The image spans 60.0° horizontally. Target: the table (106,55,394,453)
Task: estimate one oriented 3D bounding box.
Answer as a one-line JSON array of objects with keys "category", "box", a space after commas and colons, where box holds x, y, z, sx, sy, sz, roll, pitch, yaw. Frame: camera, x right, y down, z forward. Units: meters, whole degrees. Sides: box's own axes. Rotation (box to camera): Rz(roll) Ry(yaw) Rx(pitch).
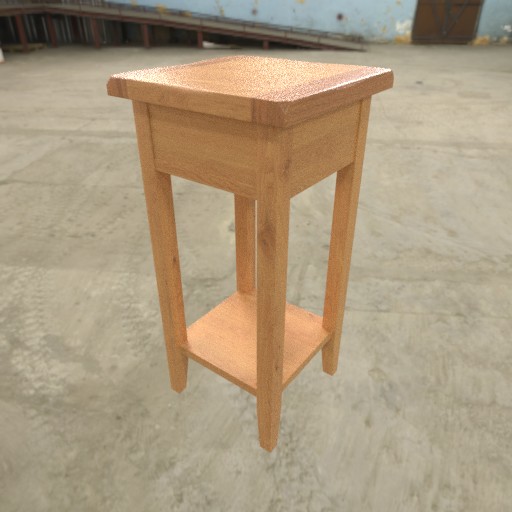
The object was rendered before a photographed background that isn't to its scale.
[{"category": "table", "box": [0.000, 0.000, 0.956, 0.360, 0.740, 0.360, 21, 36, 31]}]
